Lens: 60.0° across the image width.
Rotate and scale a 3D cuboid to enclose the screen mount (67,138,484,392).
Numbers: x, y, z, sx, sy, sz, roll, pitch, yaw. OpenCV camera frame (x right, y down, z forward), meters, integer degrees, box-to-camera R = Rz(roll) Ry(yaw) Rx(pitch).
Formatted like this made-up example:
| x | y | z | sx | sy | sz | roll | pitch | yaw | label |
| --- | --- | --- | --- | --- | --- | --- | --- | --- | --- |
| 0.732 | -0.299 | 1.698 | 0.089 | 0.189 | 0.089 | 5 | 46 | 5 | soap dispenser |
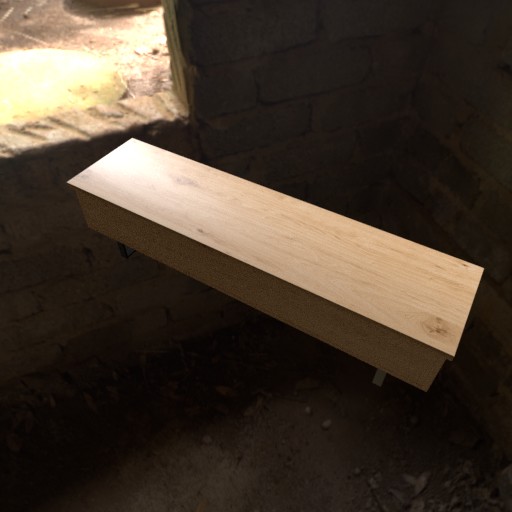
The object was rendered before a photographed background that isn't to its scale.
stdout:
| x | y | z | sx | sy | sz | roll | pitch | yaw | label |
| --- | --- | --- | --- | --- | --- | --- | --- | --- | --- |
| 0.000 | 0.000 | 1.956 | 1.700 | 0.430 | 0.450 | 24 | 51 | 21 | screen mount |
